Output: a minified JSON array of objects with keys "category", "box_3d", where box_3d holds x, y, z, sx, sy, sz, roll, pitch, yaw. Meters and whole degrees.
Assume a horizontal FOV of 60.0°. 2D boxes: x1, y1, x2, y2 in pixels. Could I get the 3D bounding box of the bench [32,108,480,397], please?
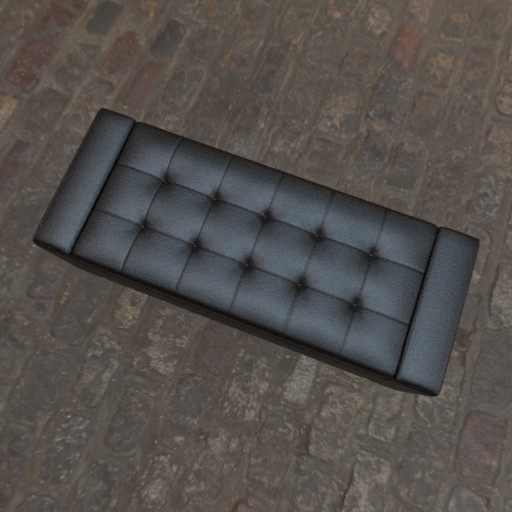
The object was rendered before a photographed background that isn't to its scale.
[{"category":"bench","box_3d":[0.000,0.000,1.554,1.296,0.445,0.508,20,77,5]}]
